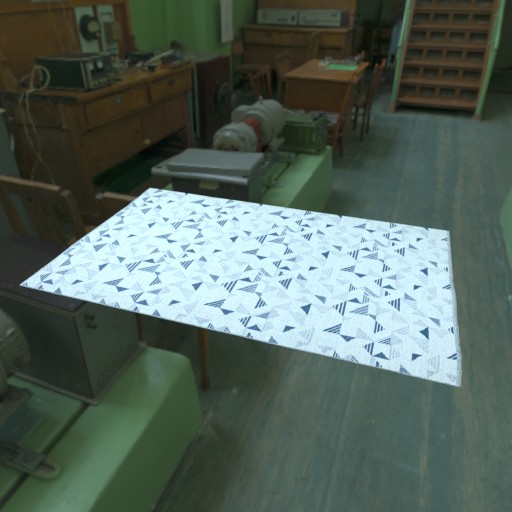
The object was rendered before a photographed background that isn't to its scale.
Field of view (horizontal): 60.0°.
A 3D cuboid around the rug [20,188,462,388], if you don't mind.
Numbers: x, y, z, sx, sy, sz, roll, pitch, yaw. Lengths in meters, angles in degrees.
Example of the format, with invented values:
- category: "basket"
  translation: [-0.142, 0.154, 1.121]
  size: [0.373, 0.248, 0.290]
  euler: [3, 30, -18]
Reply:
- category: "rug"
  translation: [0.000, 0.000, 2.904]
  size: [2.457, 0.009, 1.512]
  euler: [10, 33, 16]
